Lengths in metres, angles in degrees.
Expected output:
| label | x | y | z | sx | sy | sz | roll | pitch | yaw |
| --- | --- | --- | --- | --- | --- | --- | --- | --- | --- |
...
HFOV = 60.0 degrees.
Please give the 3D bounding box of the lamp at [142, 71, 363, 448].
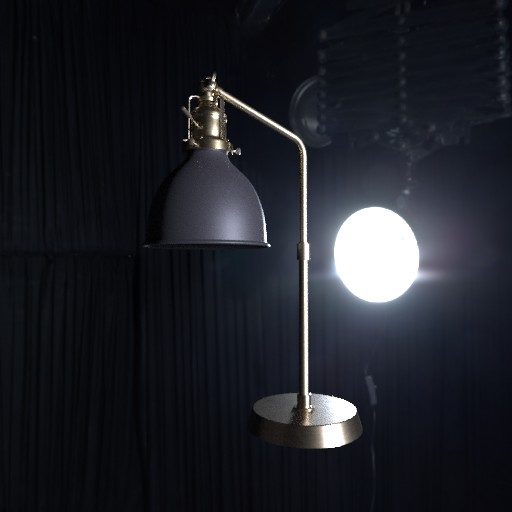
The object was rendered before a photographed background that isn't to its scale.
| label | x | y | z | sx | sy | sz | roll | pitch | yaw |
| --- | --- | --- | --- | --- | --- | --- | --- | --- | --- |
| lamp | 0.000 | 0.000 | 0.583 | 0.291 | 0.456 | 0.160 | 1 | -2 | -19 |
